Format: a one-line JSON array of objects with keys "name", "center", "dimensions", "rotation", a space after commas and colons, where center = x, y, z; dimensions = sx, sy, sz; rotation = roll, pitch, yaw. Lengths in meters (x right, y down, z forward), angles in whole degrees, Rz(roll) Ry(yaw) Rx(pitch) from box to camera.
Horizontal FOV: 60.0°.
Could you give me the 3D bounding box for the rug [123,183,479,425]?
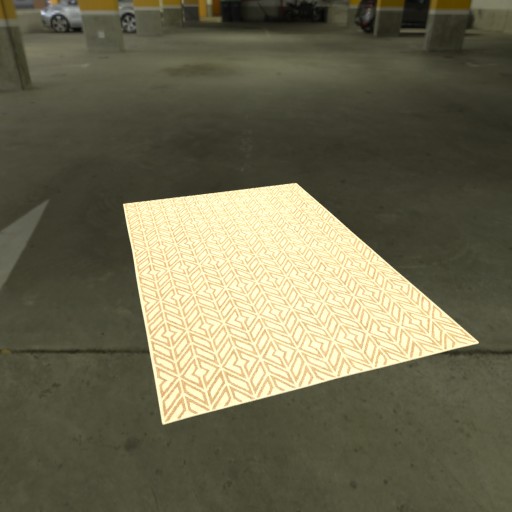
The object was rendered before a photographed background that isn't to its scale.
[{"name": "rug", "center": [0.000, 0.000, 2.305], "dimensions": [1.220, 0.007, 1.828], "rotation": [-9, 31, -16]}]
